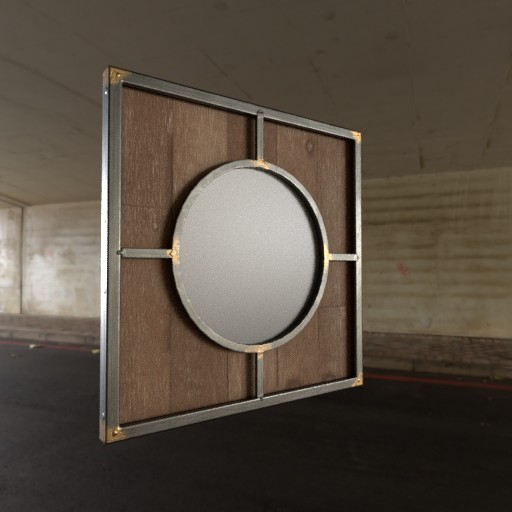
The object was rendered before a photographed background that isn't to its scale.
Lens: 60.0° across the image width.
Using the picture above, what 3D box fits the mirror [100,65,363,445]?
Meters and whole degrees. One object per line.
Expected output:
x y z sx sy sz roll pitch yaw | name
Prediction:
0.000 0.000 0.562 0.382 0.381 0.020 1 -2 -36 | mirror
